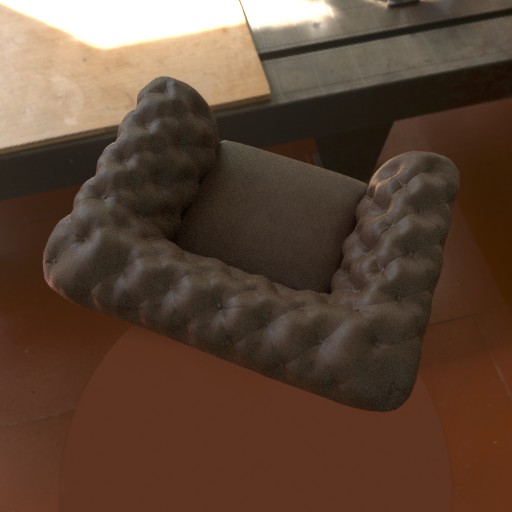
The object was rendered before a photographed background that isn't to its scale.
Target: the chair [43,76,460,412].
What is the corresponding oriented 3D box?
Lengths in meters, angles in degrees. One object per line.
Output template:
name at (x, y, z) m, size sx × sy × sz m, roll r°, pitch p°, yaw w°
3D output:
chair at (0.000, 0.000, 1.811) m, size 1.298 × 0.784 × 0.954 m, roll 19°, pitch 67°, yaw 8°
